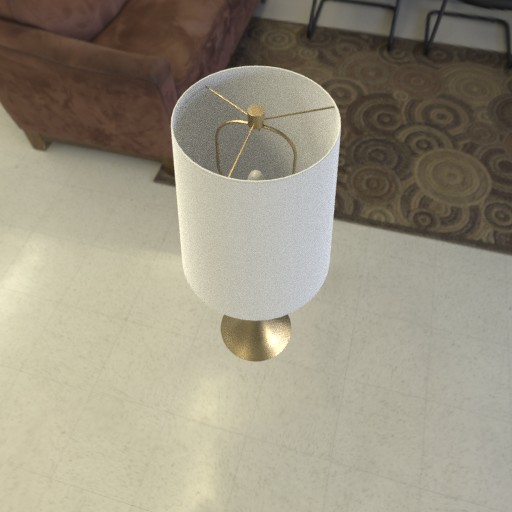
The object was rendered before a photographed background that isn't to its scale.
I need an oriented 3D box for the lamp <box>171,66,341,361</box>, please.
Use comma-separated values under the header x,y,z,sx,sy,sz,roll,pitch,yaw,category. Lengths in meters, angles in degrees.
x,y,z,sx,sy,sz,roll,pitch,yaw,category
0.000,0.000,0.703,0.231,0.569,0.231,0,58,0,lamp
